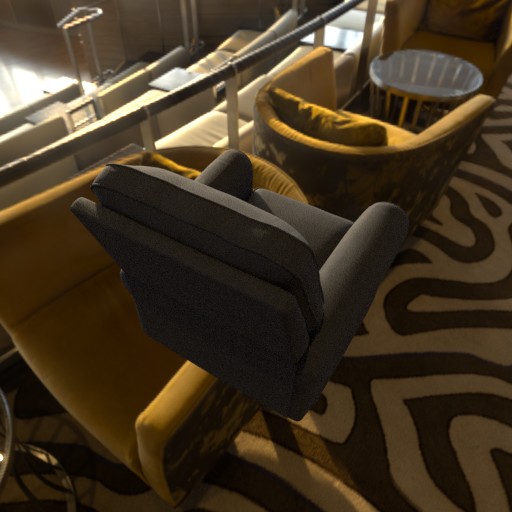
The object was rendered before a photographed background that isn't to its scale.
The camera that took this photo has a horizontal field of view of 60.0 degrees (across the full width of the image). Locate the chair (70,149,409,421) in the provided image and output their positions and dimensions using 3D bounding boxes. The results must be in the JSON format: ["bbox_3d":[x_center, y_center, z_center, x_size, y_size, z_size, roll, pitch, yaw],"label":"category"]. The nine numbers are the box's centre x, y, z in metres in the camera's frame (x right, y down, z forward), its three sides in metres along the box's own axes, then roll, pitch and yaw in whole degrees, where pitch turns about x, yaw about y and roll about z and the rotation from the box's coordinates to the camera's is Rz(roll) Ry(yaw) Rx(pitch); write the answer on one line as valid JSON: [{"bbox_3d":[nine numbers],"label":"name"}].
[{"bbox_3d":[0.000,0.000,1.656,0.890,0.961,0.878,24,50,22],"label":"chair"}]
